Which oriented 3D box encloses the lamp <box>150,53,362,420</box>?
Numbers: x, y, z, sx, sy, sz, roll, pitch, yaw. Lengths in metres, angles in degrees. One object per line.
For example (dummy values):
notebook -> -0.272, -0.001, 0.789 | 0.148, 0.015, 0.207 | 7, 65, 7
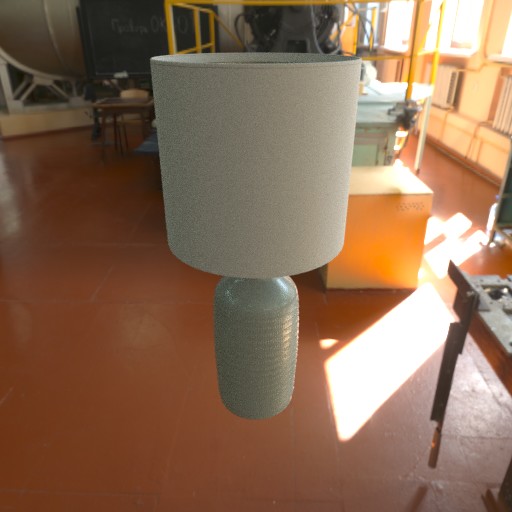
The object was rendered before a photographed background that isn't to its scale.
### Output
lamp -> 0.000, 0.000, 0.579 | 0.220, 0.475, 0.220 | 18, 32, 32
